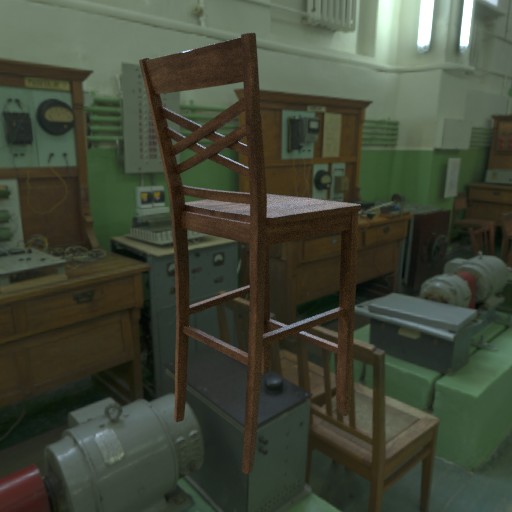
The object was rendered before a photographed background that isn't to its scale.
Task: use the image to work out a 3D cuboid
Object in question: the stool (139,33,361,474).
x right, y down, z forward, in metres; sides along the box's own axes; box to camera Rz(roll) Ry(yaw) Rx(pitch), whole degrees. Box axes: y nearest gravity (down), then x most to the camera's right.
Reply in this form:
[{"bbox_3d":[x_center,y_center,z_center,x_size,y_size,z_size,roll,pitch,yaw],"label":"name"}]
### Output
[{"bbox_3d":[0.000,0.000,1.342,0.487,1.105,0.433,-14,20,-43],"label":"stool"}]
